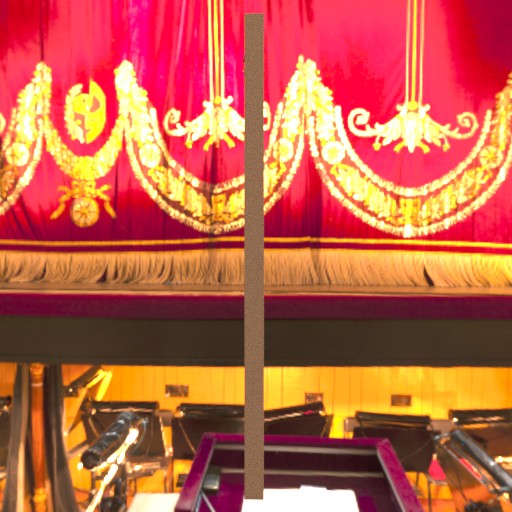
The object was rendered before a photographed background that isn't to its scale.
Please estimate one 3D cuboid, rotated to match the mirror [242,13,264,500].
[{"bbox_3d":[0.000,0.000,1.137,0.041,0.915,0.609,0,1,1],"label":"mirror"}]
